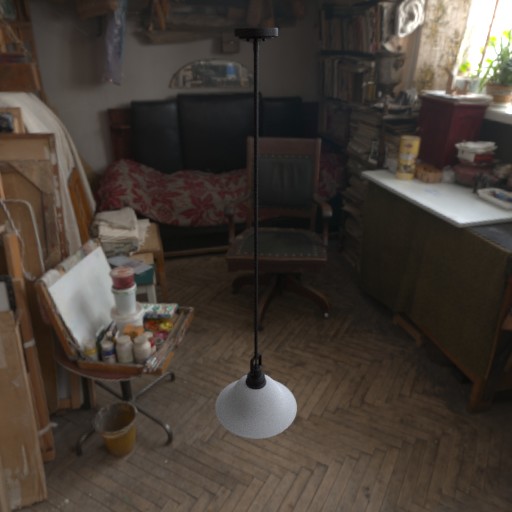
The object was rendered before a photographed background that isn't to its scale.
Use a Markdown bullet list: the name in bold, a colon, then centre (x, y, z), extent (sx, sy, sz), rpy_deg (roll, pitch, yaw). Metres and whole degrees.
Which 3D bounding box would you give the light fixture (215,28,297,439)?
- **light fixture**: centre (0.000, 0.000, 1.462), extent (0.324, 1.337, 0.324), rpy_deg (18, 32, 31)
